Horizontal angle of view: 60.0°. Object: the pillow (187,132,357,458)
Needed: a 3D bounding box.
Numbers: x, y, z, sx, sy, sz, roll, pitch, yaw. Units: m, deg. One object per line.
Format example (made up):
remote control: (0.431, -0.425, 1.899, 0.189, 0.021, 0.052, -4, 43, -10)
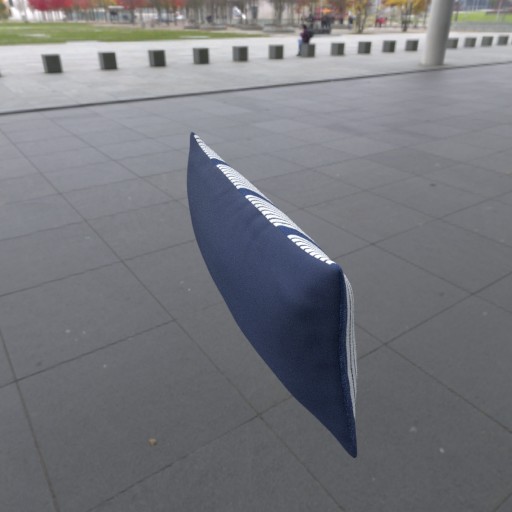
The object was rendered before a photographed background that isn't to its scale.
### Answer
pillow: (0.000, 0.000, 0.739, 0.156, 0.292, 0.608, -10, 30, -18)
